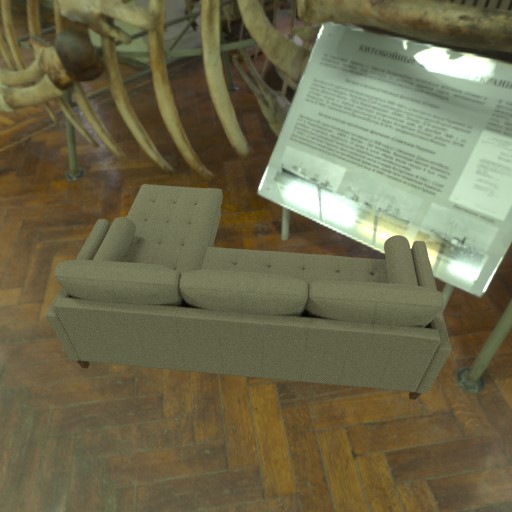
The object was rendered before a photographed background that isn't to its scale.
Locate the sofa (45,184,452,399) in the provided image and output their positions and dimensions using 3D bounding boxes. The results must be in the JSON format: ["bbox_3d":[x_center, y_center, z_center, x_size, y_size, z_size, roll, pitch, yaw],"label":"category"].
[{"bbox_3d":[0.000,0.000,2.978,2.178,0.875,1.506,4,45,4],"label":"sofa"}]
